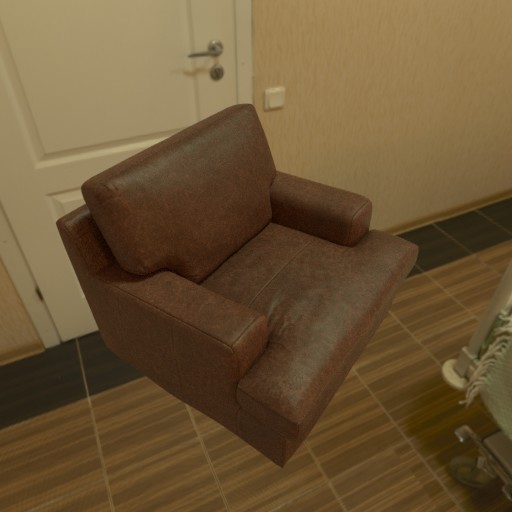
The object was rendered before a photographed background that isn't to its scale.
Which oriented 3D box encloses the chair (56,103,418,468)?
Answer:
[{"bbox_3d":[0.000,0.000,1.980,1.143,0.939,1.168,25,46,26],"label":"chair"}]
